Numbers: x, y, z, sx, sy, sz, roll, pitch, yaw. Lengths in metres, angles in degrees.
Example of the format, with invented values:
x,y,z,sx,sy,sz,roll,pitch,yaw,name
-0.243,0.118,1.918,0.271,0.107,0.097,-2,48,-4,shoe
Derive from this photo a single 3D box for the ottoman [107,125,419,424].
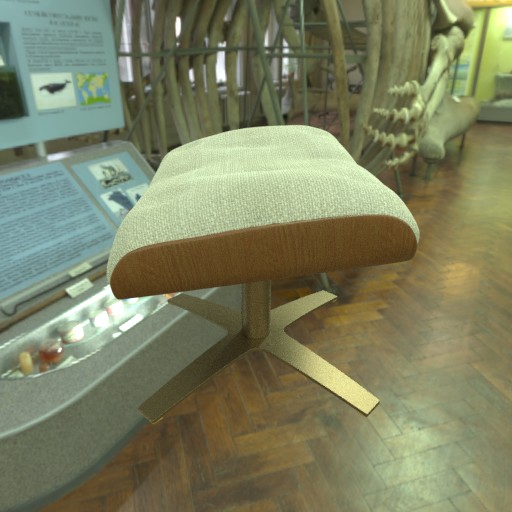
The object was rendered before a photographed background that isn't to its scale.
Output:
x,y,z,sx,sy,sz,roll,pitch,yaw,name
0.000,0.000,0.793,0.394,0.391,0.520,-1,25,-2,ottoman
